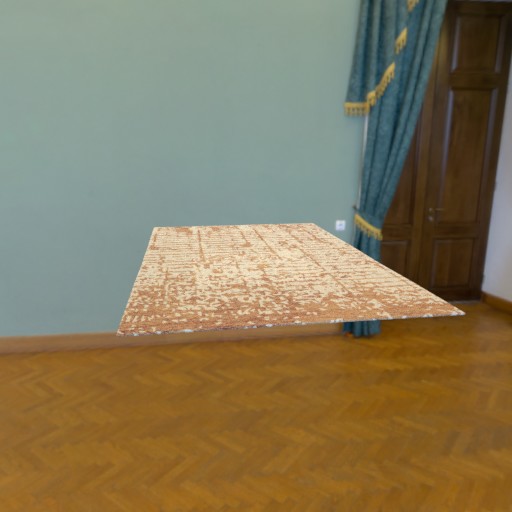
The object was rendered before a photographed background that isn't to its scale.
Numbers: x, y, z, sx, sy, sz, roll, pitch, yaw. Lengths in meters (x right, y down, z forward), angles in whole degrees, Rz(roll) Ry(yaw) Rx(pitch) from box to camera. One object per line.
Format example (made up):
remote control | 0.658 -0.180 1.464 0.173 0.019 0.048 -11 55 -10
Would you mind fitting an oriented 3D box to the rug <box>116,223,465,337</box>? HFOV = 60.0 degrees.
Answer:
rug | 0.000 0.000 3.040 1.517 0.011 2.435 -2 14 -9
